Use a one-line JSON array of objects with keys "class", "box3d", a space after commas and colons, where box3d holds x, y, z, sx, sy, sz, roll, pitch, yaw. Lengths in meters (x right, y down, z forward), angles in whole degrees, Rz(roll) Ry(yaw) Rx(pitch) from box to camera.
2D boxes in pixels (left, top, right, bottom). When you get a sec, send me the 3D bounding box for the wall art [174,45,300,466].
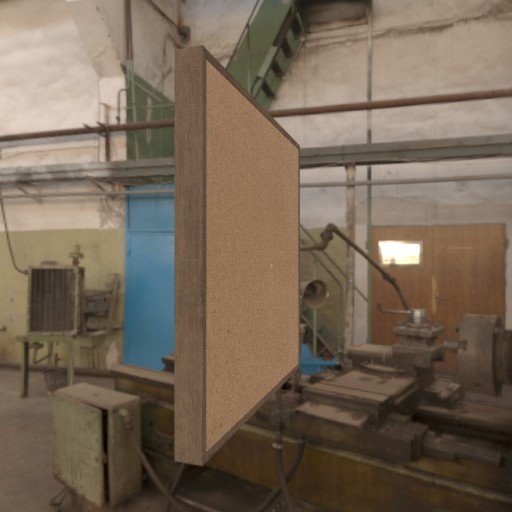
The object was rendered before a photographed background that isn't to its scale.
[{"class": "wall art", "box3d": [0.000, 0.000, 0.781, 0.038, 0.508, 0.508, 0, 0, 19]}]
